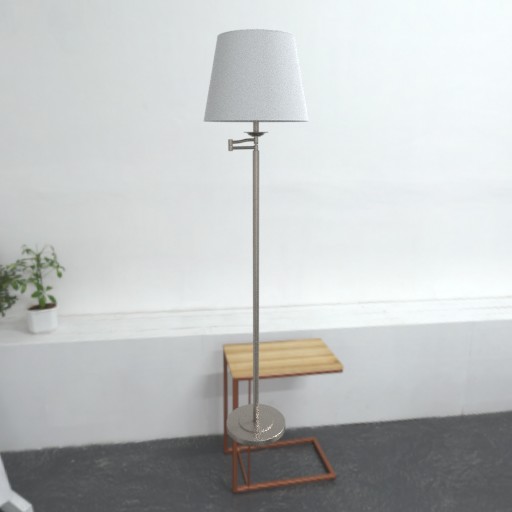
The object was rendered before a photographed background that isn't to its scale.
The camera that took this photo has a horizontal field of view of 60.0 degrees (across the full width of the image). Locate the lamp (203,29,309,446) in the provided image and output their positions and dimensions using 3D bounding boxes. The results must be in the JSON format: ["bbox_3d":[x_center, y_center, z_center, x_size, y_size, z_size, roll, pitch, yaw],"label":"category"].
[{"bbox_3d":[0.000,0.000,1.639,0.355,1.473,0.355,0,16,0],"label":"lamp"}]
